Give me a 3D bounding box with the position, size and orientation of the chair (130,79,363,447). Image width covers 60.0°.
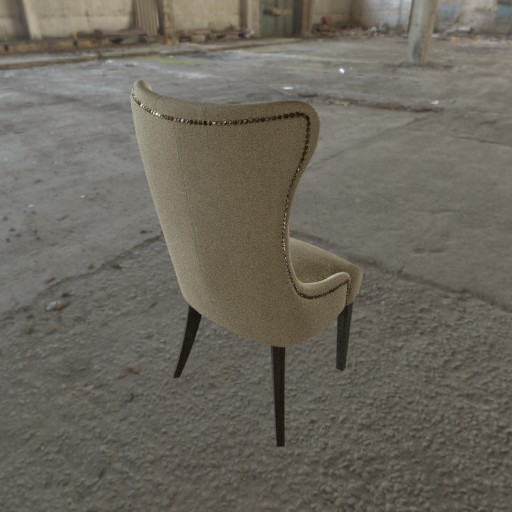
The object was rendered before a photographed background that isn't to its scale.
[{"bbox_3d":[0.000,0.000,1.430,0.584,1.065,0.590,21,35,33],"label":"chair"}]
